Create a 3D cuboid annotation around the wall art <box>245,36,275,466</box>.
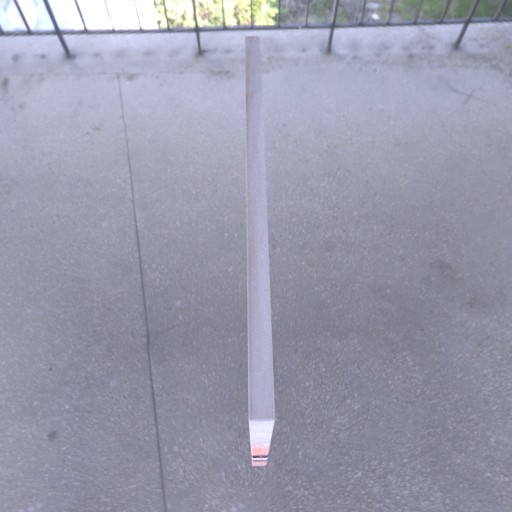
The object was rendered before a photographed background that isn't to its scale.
[{"bbox_3d":[0.000,0.000,1.129,0.038,0.609,0.913,-1,59,-1],"label":"wall art"}]
